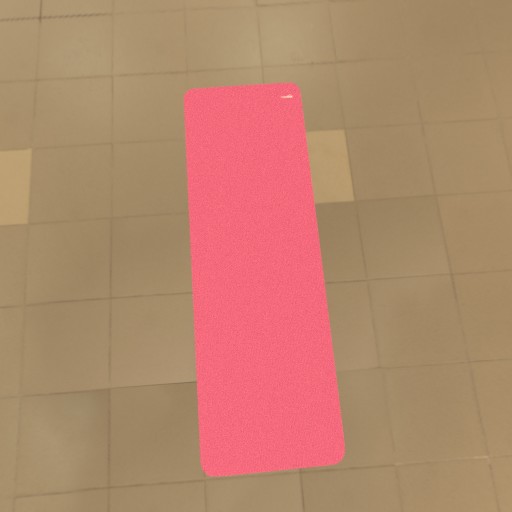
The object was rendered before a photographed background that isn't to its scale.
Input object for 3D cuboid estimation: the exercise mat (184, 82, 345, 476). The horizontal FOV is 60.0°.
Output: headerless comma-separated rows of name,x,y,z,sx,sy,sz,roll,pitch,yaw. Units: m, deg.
exercise mat,0.000,0.000,2.111,0.616,0.021,1.884,-5,75,-1
